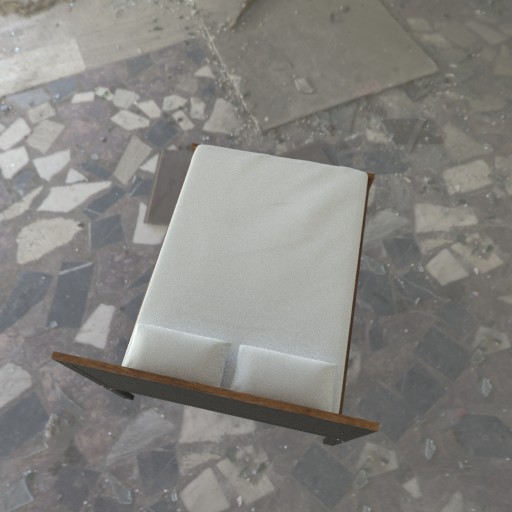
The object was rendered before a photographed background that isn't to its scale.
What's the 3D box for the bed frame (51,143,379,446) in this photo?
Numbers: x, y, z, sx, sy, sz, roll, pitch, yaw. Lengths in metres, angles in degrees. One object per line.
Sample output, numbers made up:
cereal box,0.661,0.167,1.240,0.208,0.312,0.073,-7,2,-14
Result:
bed frame,0.000,0.000,3.342,1.696,1.417,2.276,11,65,5
